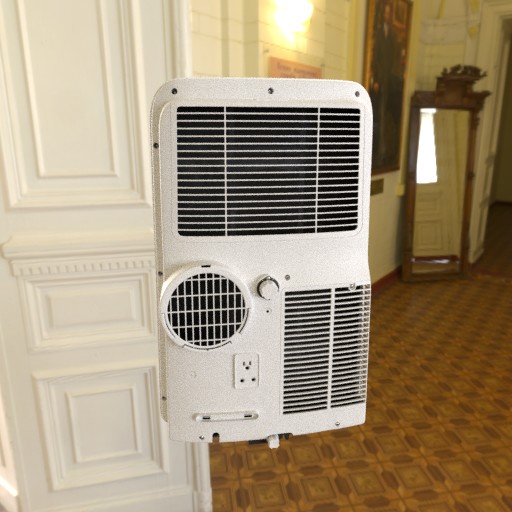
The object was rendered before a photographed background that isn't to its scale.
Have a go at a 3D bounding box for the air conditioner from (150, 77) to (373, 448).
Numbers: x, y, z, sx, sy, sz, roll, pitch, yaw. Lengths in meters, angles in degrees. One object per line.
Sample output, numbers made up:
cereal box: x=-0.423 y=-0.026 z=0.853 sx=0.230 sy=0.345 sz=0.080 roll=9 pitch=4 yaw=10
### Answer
air conditioner: x=0.000 y=0.000 z=1.069 sx=0.478 sy=0.765 sz=0.467 roll=-2 pitch=15 yaw=-9
